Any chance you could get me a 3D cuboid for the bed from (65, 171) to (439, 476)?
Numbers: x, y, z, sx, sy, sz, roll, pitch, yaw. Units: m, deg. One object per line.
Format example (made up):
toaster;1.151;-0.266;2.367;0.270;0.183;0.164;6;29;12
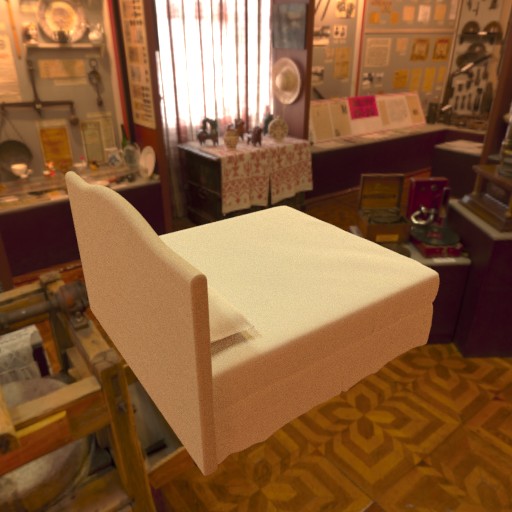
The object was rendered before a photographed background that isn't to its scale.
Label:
bed;0.000;0.000;3.498;2.182;1.421;2.083;-17;31;-31
